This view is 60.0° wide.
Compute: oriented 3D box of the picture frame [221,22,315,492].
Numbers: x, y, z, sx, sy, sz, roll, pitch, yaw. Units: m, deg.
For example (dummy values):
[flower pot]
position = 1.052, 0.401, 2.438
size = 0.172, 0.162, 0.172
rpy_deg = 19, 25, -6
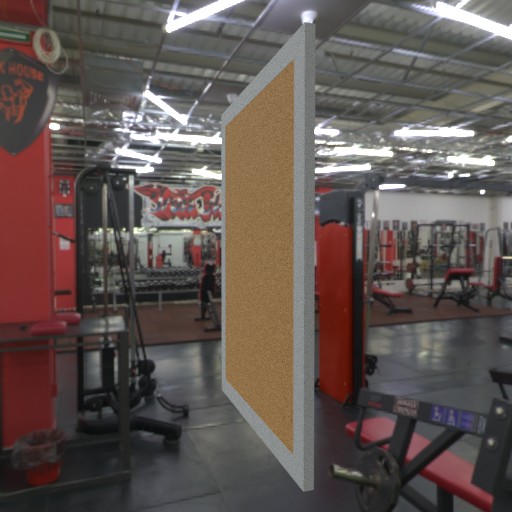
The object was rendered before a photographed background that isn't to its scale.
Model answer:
[picture frame]
position = 0.000, 0.000, 0.588
size = 0.011, 0.459, 0.326
rpy_deg = -1, 2, -19
